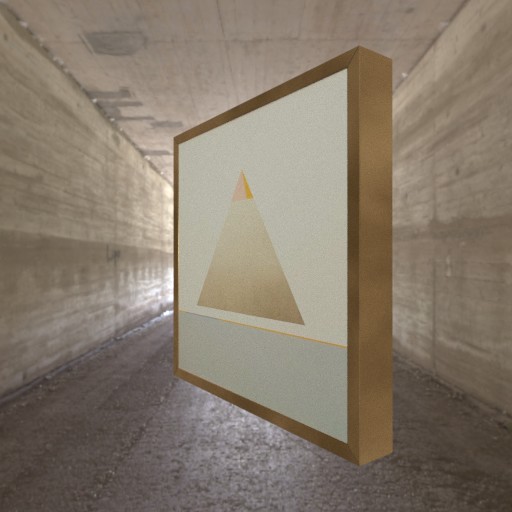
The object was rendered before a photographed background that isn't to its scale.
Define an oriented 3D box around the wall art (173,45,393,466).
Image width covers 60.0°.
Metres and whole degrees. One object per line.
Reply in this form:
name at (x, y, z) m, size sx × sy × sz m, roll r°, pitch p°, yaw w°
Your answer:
wall art at (0.000, 0.000, 0.453) m, size 0.038 × 0.303 × 0.305 m, roll 0°, pitch 0°, yaw -36°
